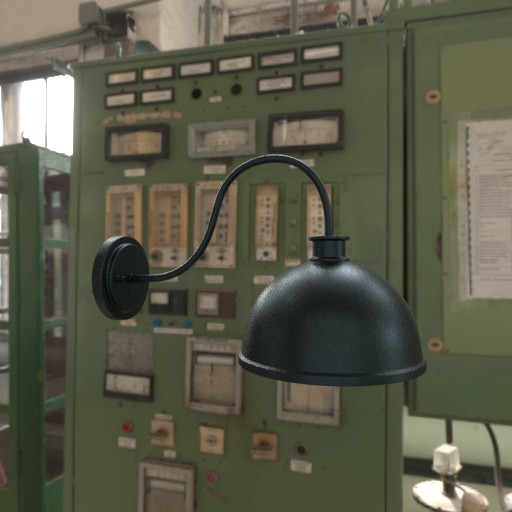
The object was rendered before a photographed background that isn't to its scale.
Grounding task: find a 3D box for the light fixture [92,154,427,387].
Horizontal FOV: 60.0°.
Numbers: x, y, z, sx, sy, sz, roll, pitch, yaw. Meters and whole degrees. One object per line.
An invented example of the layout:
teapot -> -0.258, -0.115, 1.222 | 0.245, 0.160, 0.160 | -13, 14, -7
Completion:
light fixture -> 0.000, 0.000, 0.651 | 0.467, 0.295, 0.253 | 0, -1, 17
